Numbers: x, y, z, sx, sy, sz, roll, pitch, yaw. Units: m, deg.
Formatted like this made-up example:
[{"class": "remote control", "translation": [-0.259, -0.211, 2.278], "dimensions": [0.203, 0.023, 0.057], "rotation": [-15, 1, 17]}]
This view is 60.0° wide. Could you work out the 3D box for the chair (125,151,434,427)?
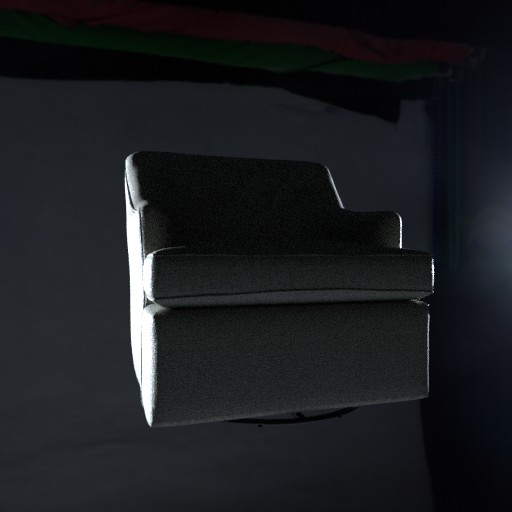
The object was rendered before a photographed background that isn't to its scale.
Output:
[{"class": "chair", "translation": [0.000, 0.000, 1.530], "dimensions": [0.864, 0.856, 0.923], "rotation": [0, 0, -17]}]
